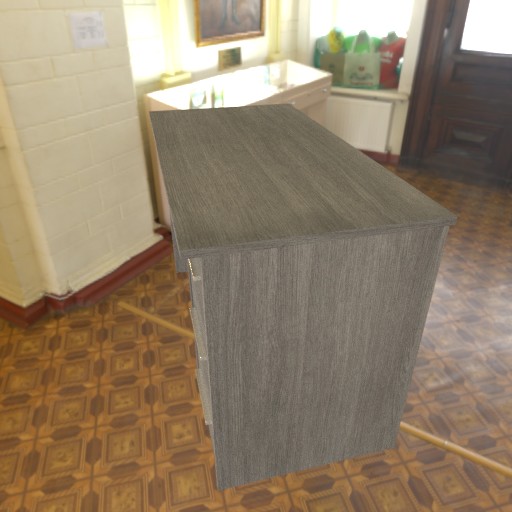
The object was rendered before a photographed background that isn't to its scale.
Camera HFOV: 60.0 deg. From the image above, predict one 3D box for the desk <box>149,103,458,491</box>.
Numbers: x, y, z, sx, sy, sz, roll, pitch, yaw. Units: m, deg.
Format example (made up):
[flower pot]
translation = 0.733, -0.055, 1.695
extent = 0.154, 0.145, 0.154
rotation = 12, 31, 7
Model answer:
[desk]
translation = 0.000, 0.000, 1.481
extent = 0.560, 0.735, 1.097
rotation = -8, 32, -12
